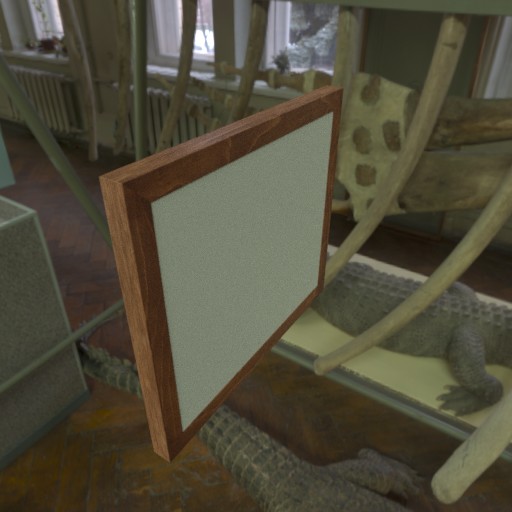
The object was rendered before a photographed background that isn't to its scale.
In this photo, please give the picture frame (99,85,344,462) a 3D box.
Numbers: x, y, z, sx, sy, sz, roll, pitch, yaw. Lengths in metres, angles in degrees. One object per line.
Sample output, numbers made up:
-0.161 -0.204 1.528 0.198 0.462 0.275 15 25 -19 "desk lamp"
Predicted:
0.000 0.000 0.541 0.025 0.330 0.381 19 37 28 "picture frame"
